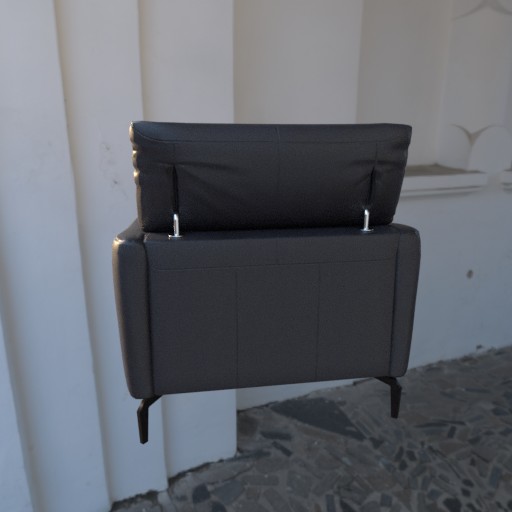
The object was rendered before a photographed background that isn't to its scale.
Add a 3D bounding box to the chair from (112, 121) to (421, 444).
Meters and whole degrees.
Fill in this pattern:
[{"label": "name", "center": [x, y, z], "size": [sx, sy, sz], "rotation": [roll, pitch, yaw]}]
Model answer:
[{"label": "chair", "center": [0.000, 0.000, 1.675], "size": [0.976, 0.949, 0.809], "rotation": [-2, 15, -9]}]
